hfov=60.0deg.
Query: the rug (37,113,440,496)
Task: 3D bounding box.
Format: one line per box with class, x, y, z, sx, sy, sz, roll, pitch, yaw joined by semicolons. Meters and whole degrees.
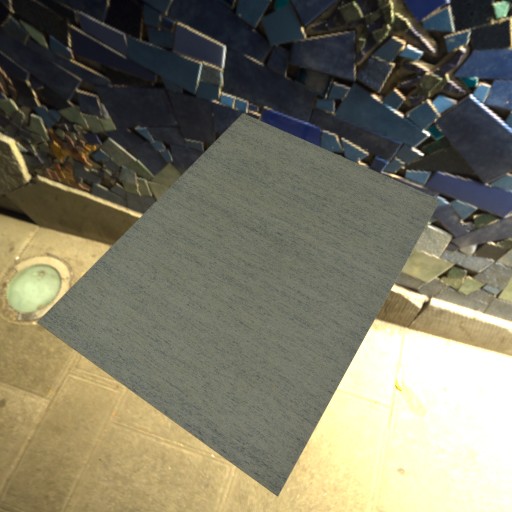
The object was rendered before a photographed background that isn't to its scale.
rug;0.000;0.000;4.190;2.438;0.006;3.197;29;62;17
